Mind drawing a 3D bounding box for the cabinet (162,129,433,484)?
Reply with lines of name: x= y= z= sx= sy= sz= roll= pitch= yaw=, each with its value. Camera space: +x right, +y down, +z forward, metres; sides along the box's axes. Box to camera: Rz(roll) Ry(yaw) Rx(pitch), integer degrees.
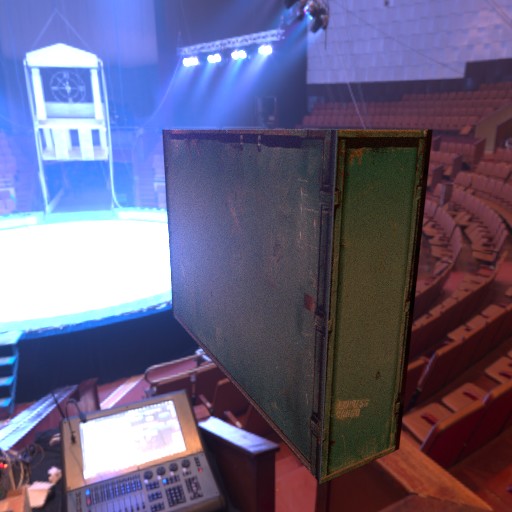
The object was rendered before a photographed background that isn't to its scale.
cabinet: x=0.000 y=0.000 z=3.934 sx=0.680 sy=2.160 sz=3.001 roll=-8 pitch=18 yaw=-27
